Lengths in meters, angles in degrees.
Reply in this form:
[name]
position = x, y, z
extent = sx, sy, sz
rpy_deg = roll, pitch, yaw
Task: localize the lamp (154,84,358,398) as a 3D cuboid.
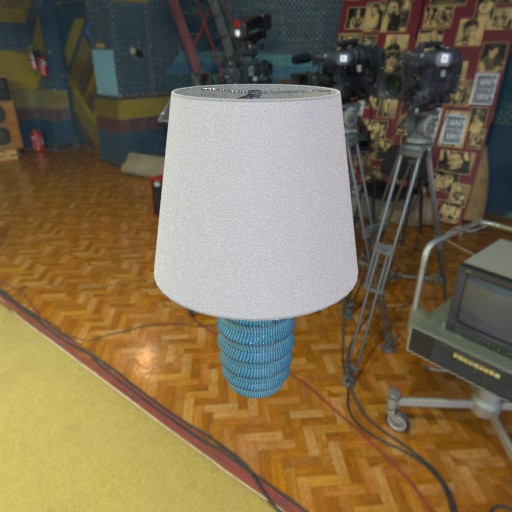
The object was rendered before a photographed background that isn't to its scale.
[lamp]
position = 0.000, 0.000, 0.558
extent = 0.254, 0.392, 0.254
rpy_deg = 0, 25, 0
